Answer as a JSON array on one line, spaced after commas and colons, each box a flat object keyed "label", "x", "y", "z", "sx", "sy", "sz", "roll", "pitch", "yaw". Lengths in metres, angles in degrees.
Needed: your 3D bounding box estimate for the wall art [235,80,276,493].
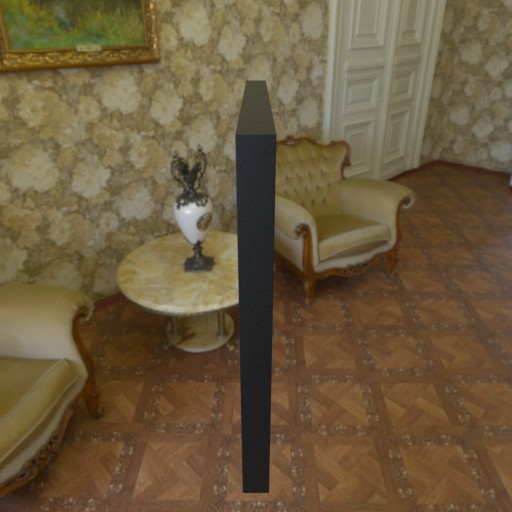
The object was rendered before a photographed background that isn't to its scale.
[{"label": "wall art", "x": 0.000, "y": 0.000, "z": 0.750, "sx": 0.038, "sy": 0.508, "sz": 0.508, "roll": 0, "pitch": 27, "yaw": 0}]
